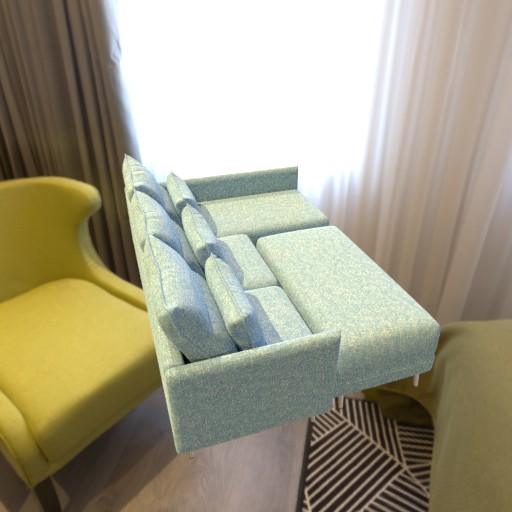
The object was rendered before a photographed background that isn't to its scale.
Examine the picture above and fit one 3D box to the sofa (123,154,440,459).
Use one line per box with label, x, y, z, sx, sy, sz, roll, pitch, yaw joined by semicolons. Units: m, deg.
sofa;0.000;0.000;2.810;1.420;0.899;2.034;-10;33;-16
